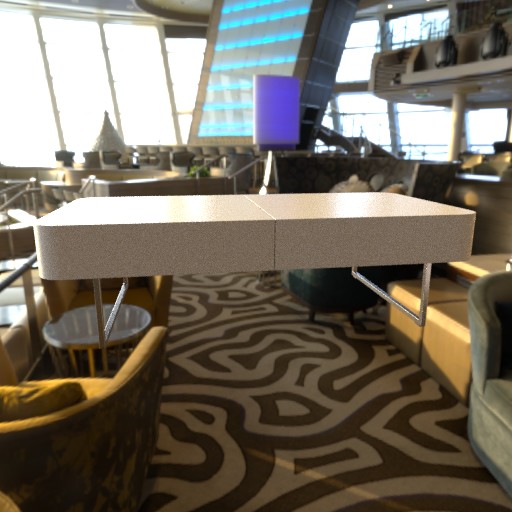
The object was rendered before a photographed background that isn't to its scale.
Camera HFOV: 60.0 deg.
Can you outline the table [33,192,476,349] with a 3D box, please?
[{"bbox_3d":[0.000,0.000,1.465,1.200,0.340,0.600,-2,14,-9],"label":"table"}]
